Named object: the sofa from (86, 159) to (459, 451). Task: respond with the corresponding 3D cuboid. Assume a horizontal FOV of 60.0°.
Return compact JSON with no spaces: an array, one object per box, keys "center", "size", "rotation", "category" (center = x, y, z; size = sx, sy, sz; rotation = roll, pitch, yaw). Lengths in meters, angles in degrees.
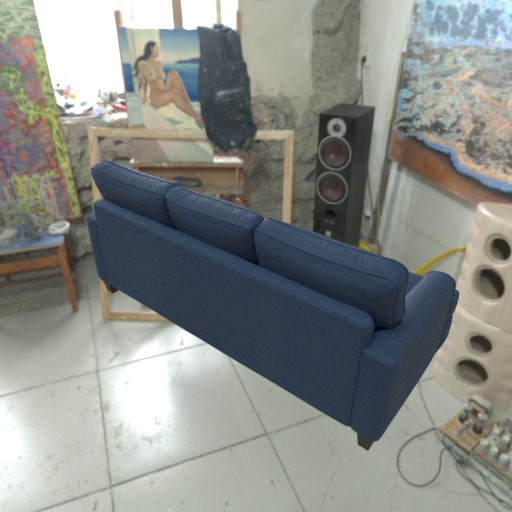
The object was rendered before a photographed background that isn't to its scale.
[{"center":[0.000,0.000,2.671],"size":[2.158,0.965,0.951],"rotation":[23,38,33],"category":"sofa"}]
